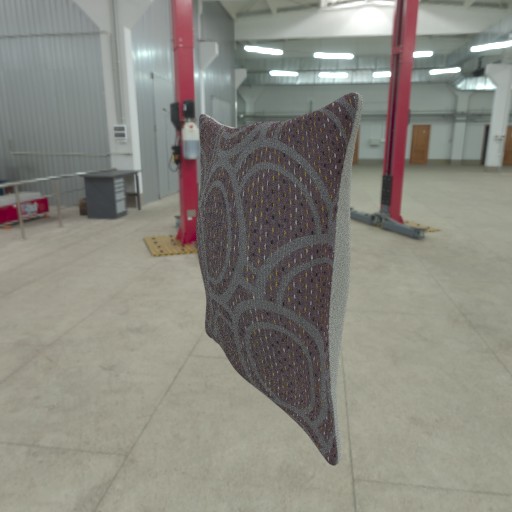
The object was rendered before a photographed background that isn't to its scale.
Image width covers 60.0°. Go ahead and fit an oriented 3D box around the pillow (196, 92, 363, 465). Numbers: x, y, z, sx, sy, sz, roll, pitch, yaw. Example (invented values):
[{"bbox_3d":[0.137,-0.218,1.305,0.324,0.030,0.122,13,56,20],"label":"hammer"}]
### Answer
[{"bbox_3d":[0.000,0.000,0.797,0.163,0.513,0.514,-8,17,-26],"label":"pillow"}]
